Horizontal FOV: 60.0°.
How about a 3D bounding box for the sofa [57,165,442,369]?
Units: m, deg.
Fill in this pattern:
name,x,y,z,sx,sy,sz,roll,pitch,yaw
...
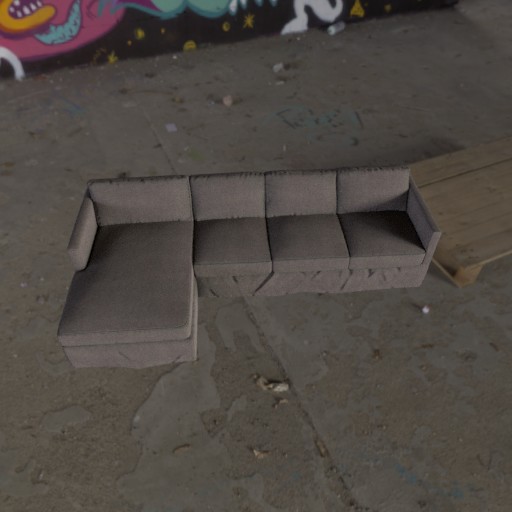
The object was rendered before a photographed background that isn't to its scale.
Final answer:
name,x,y,z,sx,sy,sz,roll,pitch,yaw
sofa,0.000,0.000,3.980,3.205,0.922,1.650,-3,45,-3
